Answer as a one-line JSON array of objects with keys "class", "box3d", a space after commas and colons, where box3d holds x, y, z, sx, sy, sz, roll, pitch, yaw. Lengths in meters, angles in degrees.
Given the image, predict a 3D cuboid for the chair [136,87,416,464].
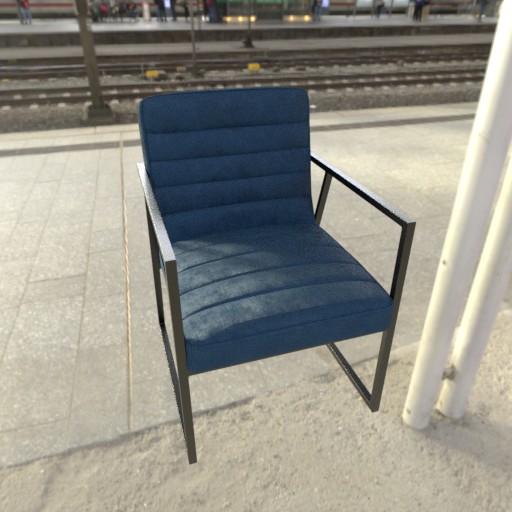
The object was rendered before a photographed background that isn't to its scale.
[{"class": "chair", "box3d": [0.000, 0.000, 1.285, 0.571, 0.833, 0.677, -9, 31, -15]}]
